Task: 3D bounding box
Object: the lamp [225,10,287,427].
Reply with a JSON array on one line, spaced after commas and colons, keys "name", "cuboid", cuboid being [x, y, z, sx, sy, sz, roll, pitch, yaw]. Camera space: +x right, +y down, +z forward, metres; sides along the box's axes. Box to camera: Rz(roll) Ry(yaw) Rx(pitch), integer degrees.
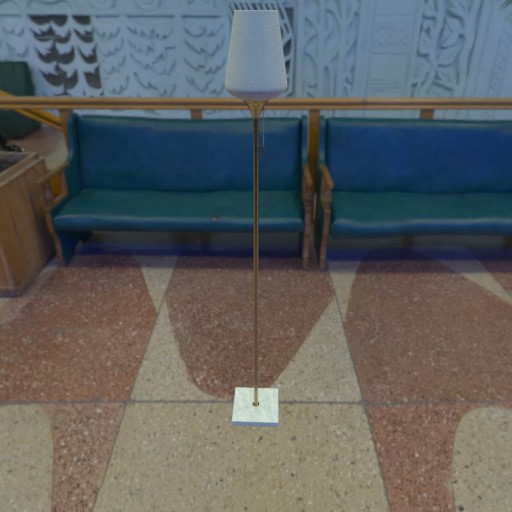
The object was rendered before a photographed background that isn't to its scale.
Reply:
[{"name": "lamp", "cuboid": [0.000, 0.000, 1.871, 0.232, 1.813, 0.229, 1, 29, 2]}]
